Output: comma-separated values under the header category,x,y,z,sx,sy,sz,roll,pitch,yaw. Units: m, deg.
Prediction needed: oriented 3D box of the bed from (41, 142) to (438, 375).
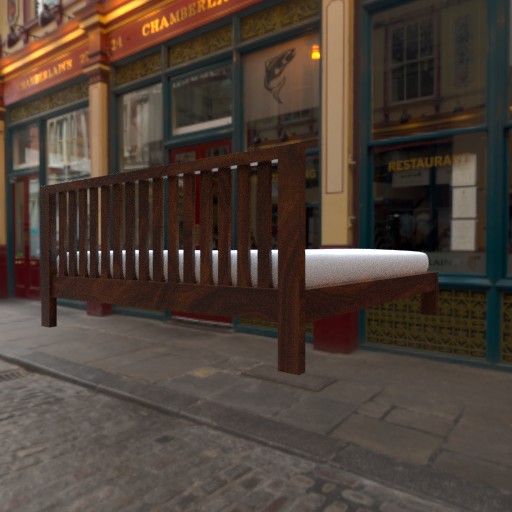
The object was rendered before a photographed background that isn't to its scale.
category,x,y,z,sx,sy,sz,roll,pitch,yaw
bed,0.000,0.000,3.076,1.905,0.890,2.030,0,1,36
